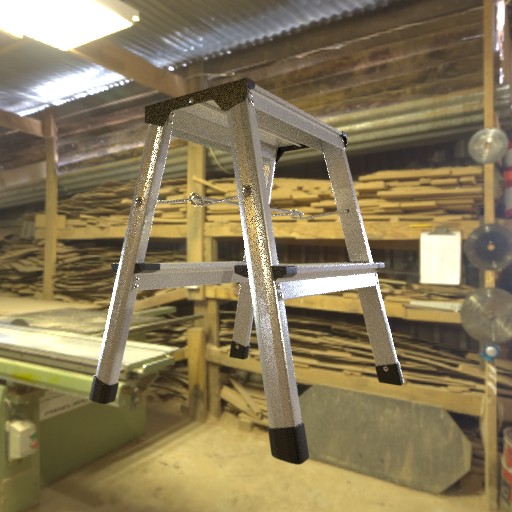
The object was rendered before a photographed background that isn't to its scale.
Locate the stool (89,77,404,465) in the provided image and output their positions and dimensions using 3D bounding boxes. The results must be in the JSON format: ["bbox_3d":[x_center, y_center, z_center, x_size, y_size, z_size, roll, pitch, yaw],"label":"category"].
[{"bbox_3d":[0.000,0.000,0.787,0.405,0.480,0.404,0,0,35],"label":"stool"}]
